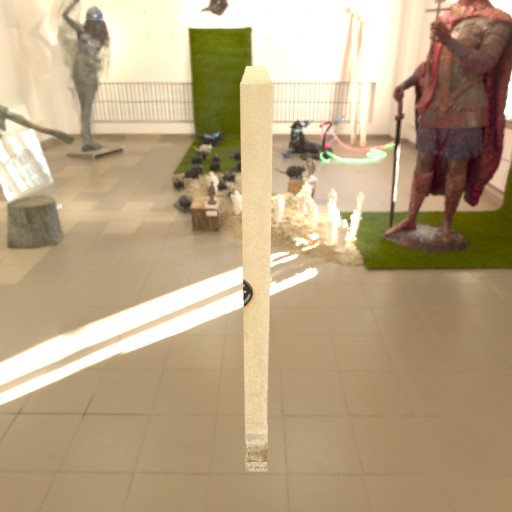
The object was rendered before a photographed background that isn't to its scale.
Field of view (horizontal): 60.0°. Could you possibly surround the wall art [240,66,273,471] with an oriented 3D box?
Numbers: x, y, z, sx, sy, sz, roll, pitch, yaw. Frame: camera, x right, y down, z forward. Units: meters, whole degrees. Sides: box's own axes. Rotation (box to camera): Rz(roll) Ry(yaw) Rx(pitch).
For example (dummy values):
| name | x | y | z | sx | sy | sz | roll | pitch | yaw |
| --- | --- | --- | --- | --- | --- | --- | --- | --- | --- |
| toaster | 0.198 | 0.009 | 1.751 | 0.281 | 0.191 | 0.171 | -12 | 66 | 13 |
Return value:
| name | x | y | z | sx | sy | sz | roll | pitch | yaw |
| --- | --- | --- | --- | --- | --- | --- | --- | --- | --- |
| wall art | 0.000 | 0.000 | 0.793 | 0.036 | 0.607 | 0.403 | 0 | 26 | 0 |
